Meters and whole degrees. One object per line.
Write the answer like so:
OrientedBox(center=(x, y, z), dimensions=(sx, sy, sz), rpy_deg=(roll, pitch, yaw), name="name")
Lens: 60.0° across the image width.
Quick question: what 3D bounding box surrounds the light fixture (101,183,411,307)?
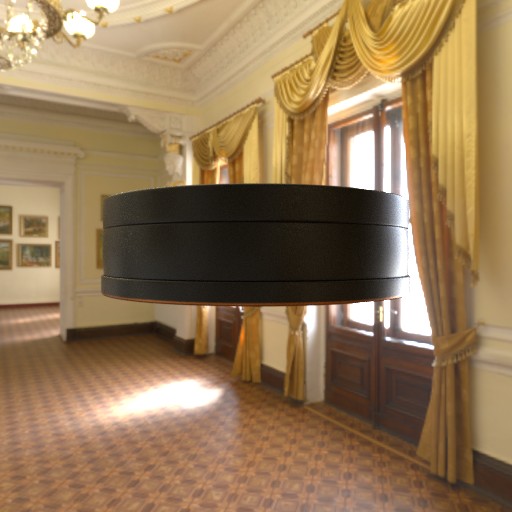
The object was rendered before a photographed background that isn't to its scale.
OrientedBox(center=(0.000, 0.000, 0.429), dimensions=(0.283, 0.097, 0.283), rpy_deg=(0, 0, 0), name="light fixture")
